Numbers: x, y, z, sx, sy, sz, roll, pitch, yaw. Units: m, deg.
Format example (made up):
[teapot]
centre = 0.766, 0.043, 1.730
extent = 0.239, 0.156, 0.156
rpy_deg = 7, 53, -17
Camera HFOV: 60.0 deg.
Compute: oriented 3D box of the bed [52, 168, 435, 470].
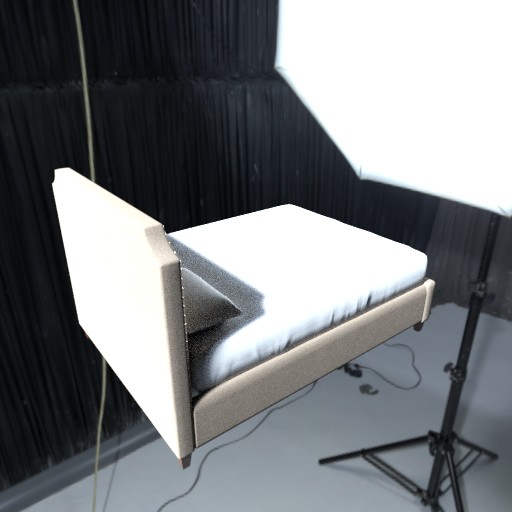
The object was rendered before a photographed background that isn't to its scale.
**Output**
[bed]
centre = 0.000, 0.000, 3.395
extent = 2.329, 1.415, 1.703
rpy_deg = -18, 30, -34
